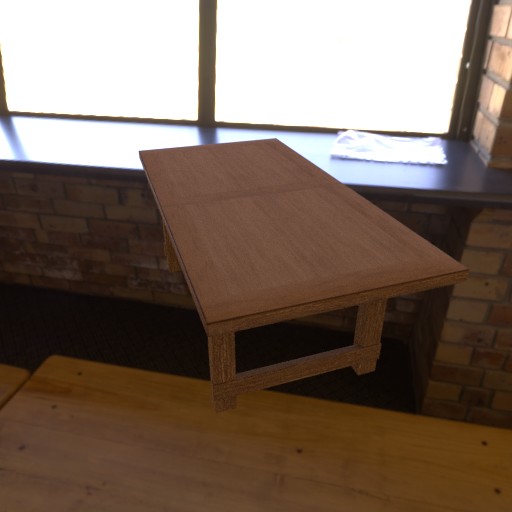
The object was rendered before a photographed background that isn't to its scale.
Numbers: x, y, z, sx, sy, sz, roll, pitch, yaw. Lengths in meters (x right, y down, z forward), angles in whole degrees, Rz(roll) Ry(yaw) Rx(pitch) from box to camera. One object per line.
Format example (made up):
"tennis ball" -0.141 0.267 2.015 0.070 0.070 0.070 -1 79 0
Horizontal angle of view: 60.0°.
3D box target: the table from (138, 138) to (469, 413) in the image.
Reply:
"table" 0.000 0.000 2.505 1.000 0.762 1.982 -10 31 -16
